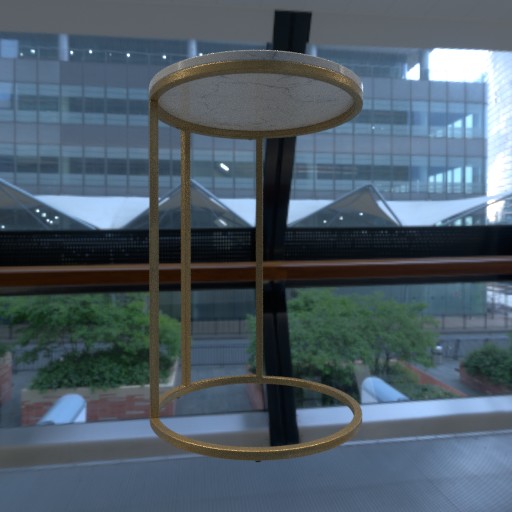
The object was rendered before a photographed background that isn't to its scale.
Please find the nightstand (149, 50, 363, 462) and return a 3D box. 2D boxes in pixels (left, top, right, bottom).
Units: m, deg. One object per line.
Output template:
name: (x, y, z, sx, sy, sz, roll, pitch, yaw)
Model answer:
nightstand: (0.000, 0.000, 0.854, 0.400, 0.610, 0.400, 0, 1, 37)
